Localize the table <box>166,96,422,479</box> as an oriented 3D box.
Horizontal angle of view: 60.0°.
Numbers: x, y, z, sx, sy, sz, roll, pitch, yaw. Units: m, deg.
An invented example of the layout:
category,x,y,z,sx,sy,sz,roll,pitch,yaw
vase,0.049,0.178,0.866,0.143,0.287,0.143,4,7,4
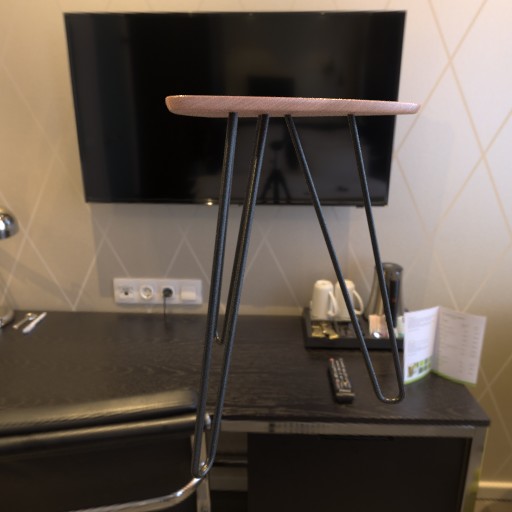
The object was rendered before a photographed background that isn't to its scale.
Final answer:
category,x,y,z,sx,sy,sz,roll,pitch,yaw
table,0.000,0.000,0.877,0.442,0.564,0.455,-8,18,-27
